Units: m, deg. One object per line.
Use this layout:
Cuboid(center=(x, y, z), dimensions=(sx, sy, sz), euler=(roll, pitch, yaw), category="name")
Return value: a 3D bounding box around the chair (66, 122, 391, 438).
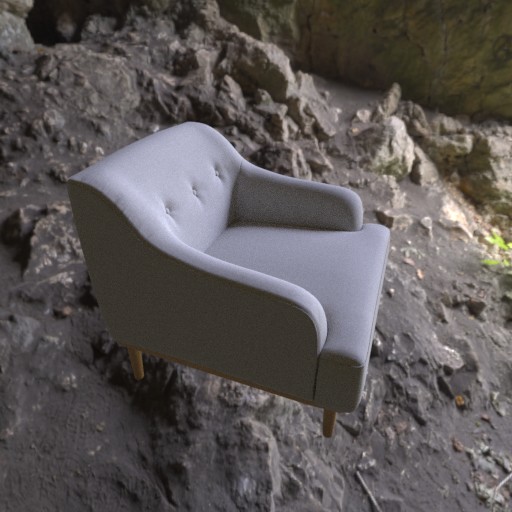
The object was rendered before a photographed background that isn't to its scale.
Cuboid(center=(0.000, 0.000, 1.695), dimensions=(0.951, 0.818, 0.946), euler=(10, 31, 17), category="chair")
